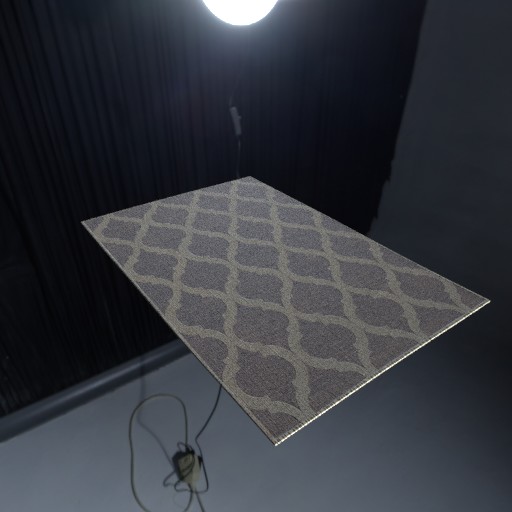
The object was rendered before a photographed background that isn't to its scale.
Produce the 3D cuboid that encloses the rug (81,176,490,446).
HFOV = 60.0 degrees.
[{"bbox_3d":[0.000,0.000,2.835,1.522,0.008,2.284,-21,38,-30],"label":"rug"}]
